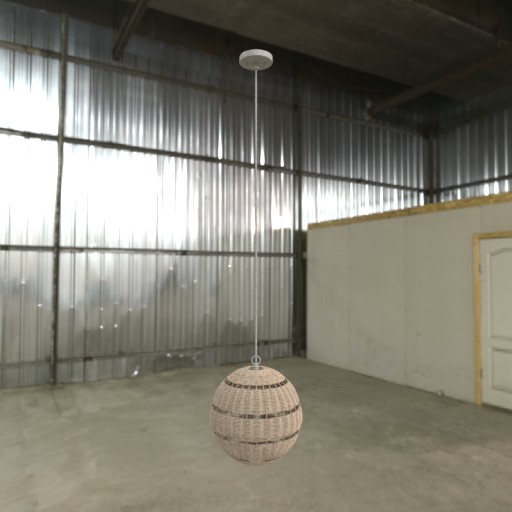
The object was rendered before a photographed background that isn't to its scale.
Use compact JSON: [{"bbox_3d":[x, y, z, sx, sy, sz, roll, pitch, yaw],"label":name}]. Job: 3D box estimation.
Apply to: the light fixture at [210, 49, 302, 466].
[{"bbox_3d":[0.000,0.000,2.226,0.457,2.019,0.457,0,-2,-1],"label":"light fixture"}]
